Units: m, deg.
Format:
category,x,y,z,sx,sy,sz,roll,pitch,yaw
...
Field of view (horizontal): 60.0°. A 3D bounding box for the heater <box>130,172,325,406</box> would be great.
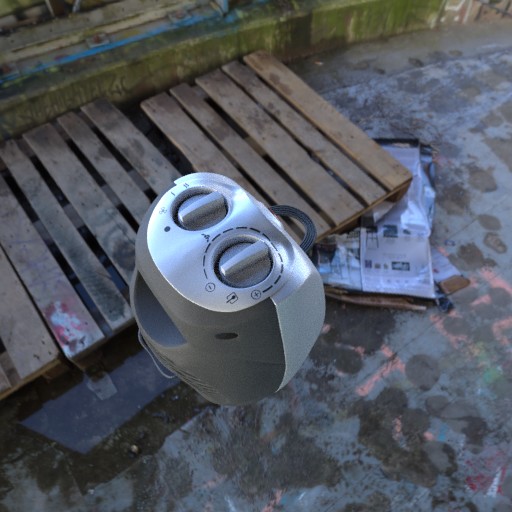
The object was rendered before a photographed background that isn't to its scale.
category,x,y,z,sx,sy,sz,roll,pitch,yaw
heater,0.000,0.000,0.474,0.291,0.240,0.239,-31,63,-18
